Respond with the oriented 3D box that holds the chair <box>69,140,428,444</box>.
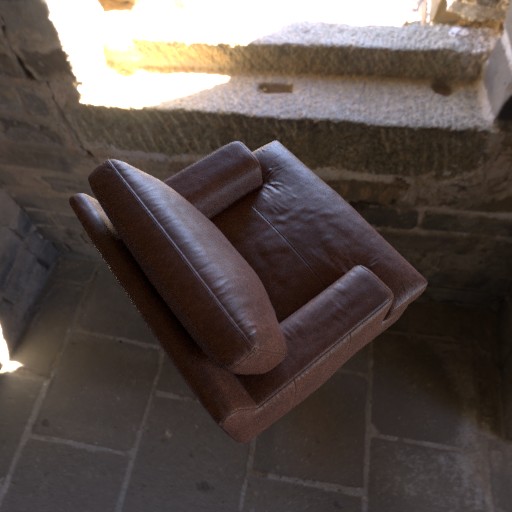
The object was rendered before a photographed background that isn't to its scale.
[{"bbox_3d":[0.000,0.000,2.016,1.143,0.939,1.168,-33,64,-18],"label":"chair"}]
